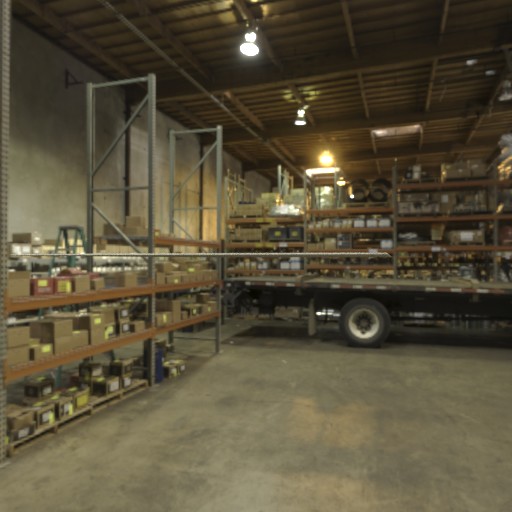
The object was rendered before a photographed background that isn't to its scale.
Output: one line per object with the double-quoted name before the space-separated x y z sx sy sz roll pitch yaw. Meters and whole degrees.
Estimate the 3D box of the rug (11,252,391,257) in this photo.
"rug" 0.000 0.000 1.975 1.146 0.006 1.556 0 0 17
